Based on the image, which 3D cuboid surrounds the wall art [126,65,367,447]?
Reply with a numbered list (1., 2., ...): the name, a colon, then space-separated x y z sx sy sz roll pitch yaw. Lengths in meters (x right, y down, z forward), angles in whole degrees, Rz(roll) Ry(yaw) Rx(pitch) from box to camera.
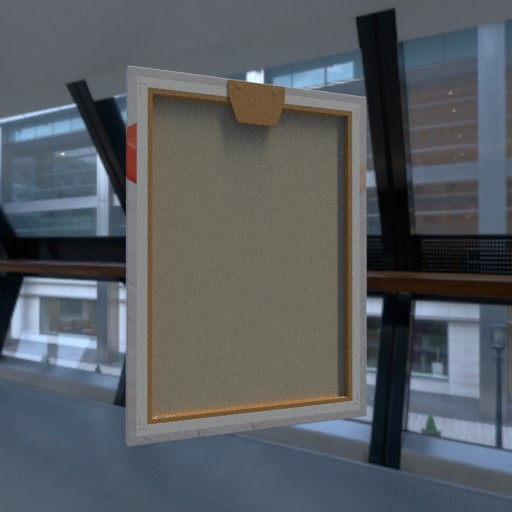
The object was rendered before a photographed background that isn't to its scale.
1. wall art: 0.000 0.000 1.092 0.613 0.848 0.036 0 0 -19
